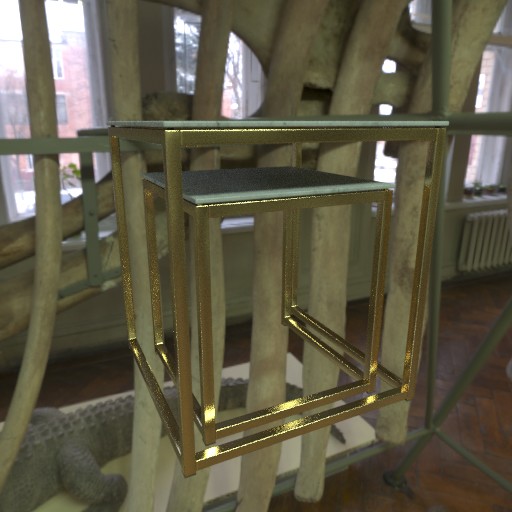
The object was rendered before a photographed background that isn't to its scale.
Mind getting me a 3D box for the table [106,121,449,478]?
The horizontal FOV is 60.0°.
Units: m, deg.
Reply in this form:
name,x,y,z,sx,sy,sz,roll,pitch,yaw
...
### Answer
name,x,y,z,sx,sy,sz,roll,pitch,yaw
table,0.000,0.000,0.860,0.450,0.500,0.450,-8,19,-25
